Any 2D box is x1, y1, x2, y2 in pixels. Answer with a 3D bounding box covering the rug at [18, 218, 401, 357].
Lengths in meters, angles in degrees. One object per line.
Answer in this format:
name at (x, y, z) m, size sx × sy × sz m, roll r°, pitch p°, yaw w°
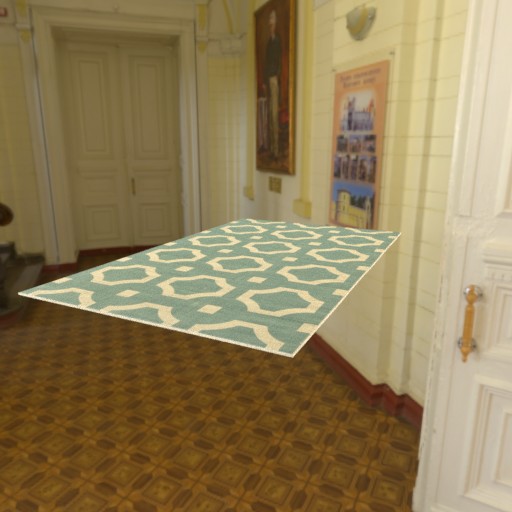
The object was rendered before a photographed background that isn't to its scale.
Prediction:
rug at (0.000, 0.000, 3.011) m, size 1.528 × 0.015 × 2.443 m, roll 7°, pitch 17°, yaw 26°
